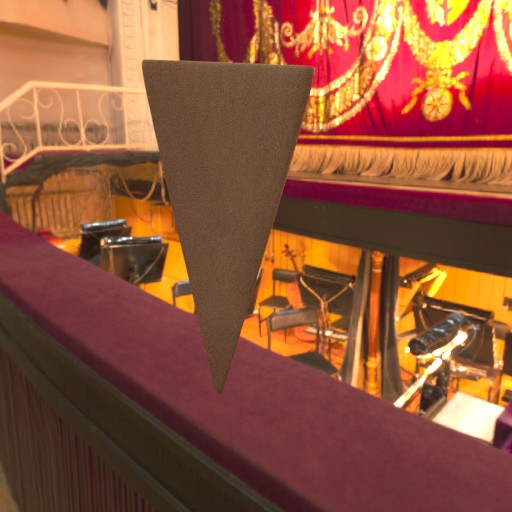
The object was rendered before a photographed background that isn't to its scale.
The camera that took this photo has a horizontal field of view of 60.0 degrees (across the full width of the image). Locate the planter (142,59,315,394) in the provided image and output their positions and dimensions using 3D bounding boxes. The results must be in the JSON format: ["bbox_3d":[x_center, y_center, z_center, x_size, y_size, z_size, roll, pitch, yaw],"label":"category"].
[{"bbox_3d":[0.000,0.000,0.277,0.081,0.224,0.101,13,19,42],"label":"planter"}]
